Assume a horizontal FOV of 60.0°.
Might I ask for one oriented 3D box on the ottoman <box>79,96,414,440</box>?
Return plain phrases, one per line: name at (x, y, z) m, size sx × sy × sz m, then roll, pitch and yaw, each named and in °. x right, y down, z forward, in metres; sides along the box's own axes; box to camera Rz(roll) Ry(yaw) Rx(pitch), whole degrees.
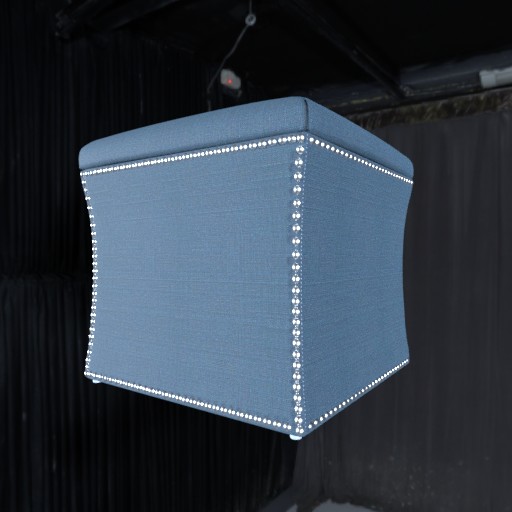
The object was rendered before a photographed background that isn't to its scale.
ottoman at (0.000, 0.000, 0.888) m, size 0.507 × 0.475 × 0.497 m, roll 1°, pitch 1°, yaw 35°
